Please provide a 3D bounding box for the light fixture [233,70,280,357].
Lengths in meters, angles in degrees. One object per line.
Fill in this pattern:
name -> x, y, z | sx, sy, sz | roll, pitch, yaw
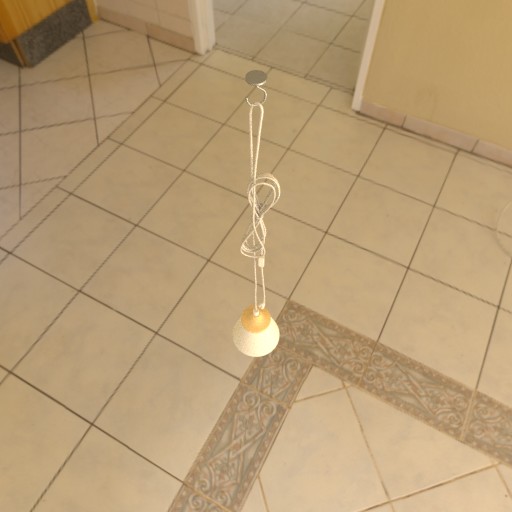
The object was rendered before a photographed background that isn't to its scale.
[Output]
light fixture -> 0.000, 0.000, 1.045 | 0.153, 0.966, 0.153 | 16, 59, 10
